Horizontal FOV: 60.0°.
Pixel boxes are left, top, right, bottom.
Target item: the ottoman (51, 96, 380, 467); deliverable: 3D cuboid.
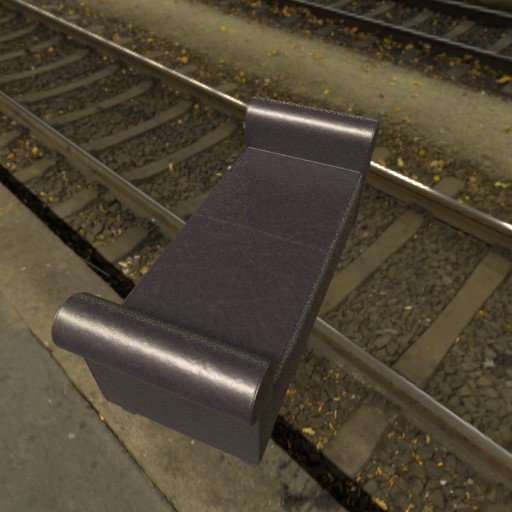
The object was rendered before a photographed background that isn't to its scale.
[{"bbox_3d":[0.000,0.000,1.516,0.521,0.547,1.256,17,48,16],"label":"ottoman"}]
